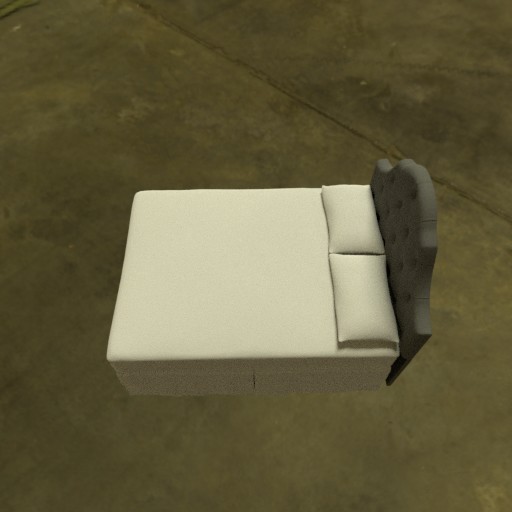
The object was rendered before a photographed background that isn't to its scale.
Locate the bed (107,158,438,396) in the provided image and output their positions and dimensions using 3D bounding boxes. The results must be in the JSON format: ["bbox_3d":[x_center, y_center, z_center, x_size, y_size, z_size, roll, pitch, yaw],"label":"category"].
[{"bbox_3d":[0.000,0.000,3.341,2.155,1.575,1.636,-1,57,-1],"label":"bed"}]
